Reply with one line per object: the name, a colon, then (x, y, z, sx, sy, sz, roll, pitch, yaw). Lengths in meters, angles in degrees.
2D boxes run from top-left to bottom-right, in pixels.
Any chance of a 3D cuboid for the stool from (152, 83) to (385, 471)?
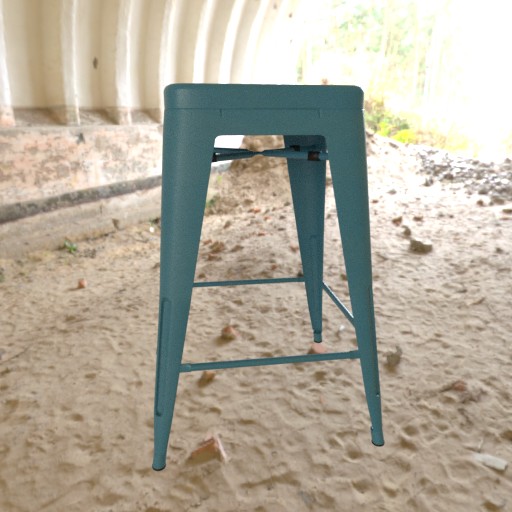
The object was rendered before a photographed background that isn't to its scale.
stool: (0.000, 0.000, 0.866, 0.410, 0.608, 0.410, -3, 17, -8)
